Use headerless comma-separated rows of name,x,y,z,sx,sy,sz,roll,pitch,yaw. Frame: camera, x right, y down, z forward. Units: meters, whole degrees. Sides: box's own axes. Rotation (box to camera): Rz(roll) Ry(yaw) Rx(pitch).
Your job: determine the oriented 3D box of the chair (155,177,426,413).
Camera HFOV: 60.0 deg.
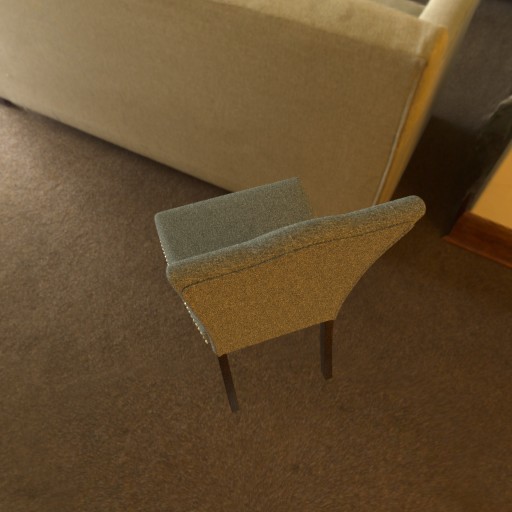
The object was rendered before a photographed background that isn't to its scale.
chair,0.000,0.000,1.296,0.518,0.946,0.589,-16,59,-10
